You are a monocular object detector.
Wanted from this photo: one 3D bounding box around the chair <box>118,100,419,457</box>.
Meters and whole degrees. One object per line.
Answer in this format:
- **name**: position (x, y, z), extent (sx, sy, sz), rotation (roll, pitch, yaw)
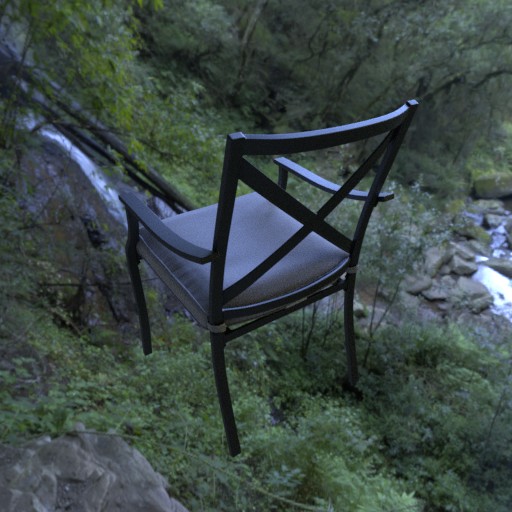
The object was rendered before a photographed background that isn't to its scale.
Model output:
- **chair**: position (0.000, 0.000, 1.268), extent (0.575, 0.889, 0.620), rotation (-20, 36, -30)
